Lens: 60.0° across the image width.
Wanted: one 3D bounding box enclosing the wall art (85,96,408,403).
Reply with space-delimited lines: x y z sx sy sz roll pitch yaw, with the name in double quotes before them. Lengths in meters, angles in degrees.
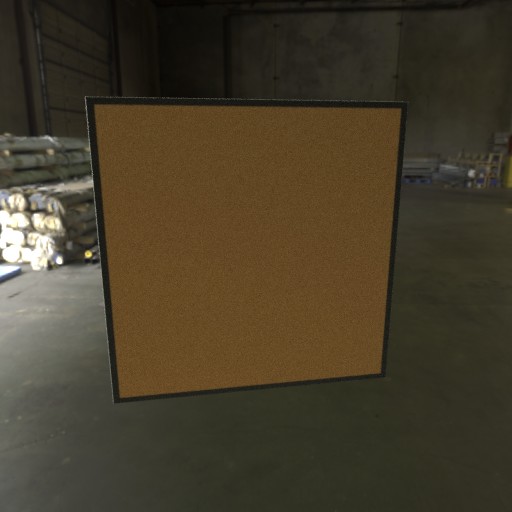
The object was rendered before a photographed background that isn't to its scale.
"wall art" 0.000 0.000 1.203 0.805 0.803 0.022 -3 15 -10
